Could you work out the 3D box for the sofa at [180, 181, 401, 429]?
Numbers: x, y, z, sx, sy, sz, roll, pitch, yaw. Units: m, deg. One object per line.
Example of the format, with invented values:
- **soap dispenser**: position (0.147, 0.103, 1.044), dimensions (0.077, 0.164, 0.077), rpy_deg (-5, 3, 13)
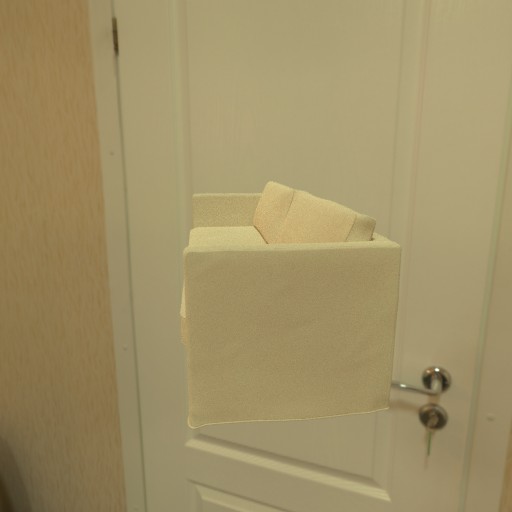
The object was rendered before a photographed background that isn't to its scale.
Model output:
- **sofa**: position (0.000, 0.000, 3.354), dimensions (1.036, 0.999, 2.779), rpy_deg (-2, 13, -7)
